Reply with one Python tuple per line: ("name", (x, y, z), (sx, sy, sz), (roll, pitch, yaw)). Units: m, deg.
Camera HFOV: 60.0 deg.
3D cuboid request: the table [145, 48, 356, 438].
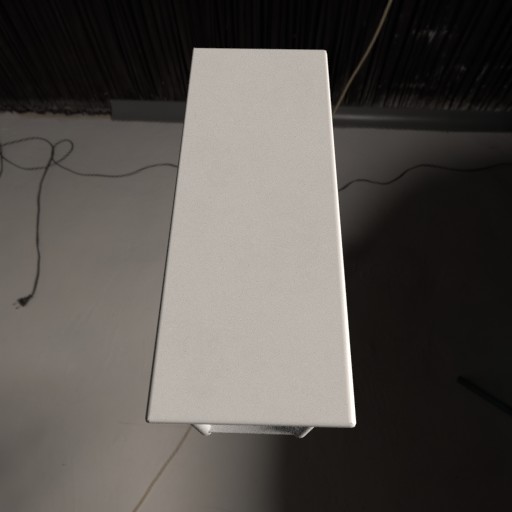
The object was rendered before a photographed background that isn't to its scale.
("table", (0.000, 0.000, 1.544), (0.459, 0.740, 1.184), (1, 63, 1))
